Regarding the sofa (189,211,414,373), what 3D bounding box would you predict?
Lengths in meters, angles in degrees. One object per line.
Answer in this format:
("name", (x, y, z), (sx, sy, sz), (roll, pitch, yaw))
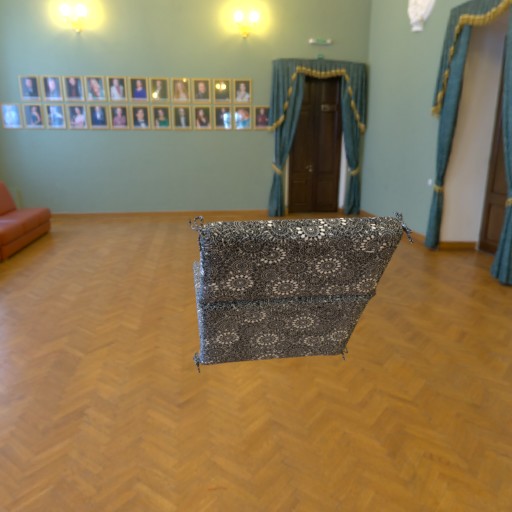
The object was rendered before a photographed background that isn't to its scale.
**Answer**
("sofa", (0.000, 0.000, 1.924), (0.582, 0.622, 1.663), (-2, 15, -9))
